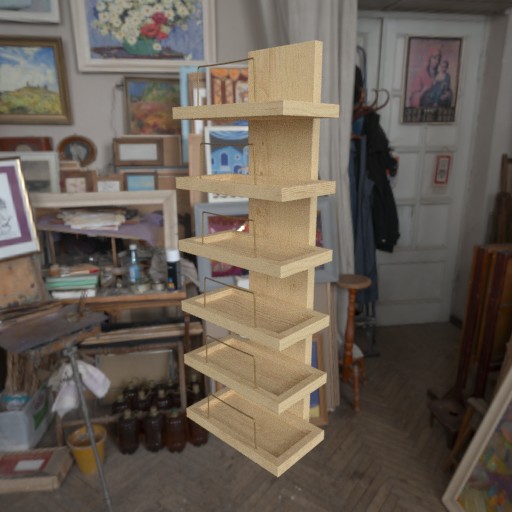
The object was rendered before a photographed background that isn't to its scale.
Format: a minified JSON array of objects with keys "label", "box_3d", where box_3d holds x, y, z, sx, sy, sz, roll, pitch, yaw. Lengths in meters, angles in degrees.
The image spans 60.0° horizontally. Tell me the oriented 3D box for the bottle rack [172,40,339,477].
[{"label":"bottle rack","box_3d":[0.000,0.000,1.064,0.330,0.943,0.206,14,21,41]}]
